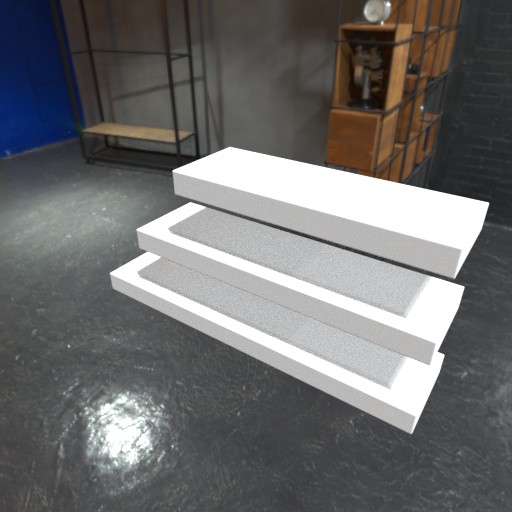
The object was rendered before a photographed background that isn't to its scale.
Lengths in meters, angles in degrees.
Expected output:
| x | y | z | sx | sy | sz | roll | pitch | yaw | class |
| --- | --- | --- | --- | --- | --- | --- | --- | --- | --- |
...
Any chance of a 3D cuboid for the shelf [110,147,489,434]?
| x | y | z | sx | sy | sz | roll | pitch | yaw | class |
| --- | --- | --- | --- | --- | --- | --- | --- | --- | --- |
| 0.000 | 0.000 | 0.726 | 0.610 | 0.293 | 0.140 | 19 | 36 | 29 | shelf |
